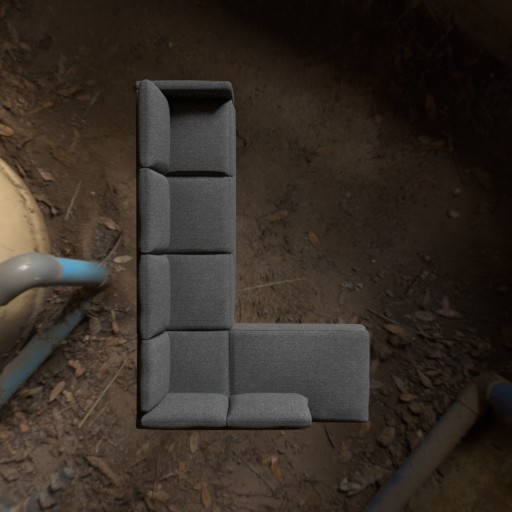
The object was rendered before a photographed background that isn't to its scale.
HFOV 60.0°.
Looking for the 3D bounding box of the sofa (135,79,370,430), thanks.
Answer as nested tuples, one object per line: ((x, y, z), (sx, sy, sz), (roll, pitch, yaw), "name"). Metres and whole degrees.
((0.000, 0.000, 3.867), (2.007, 0.815, 2.949), (0, 91, 0), "sofa")
